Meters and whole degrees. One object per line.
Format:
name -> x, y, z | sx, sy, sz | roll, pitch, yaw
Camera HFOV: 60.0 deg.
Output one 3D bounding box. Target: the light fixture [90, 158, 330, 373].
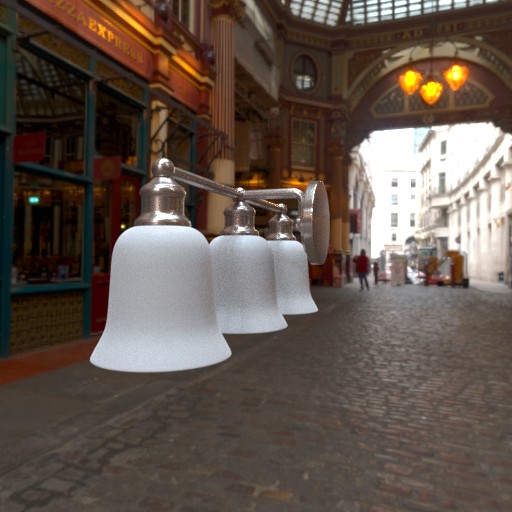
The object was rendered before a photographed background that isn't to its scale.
light fixture -> 0.000, 0.000, 0.660 | 0.198, 0.211, 0.570 | 0, 0, 20
